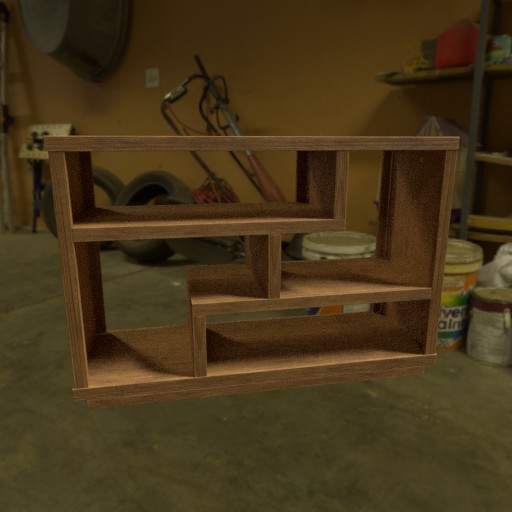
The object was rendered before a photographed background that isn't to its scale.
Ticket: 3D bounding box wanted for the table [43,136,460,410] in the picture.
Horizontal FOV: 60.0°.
[{"bbox_3d":[0.000,0.000,1.491,1.151,0.771,0.410,-3,15,-11],"label":"table"}]
